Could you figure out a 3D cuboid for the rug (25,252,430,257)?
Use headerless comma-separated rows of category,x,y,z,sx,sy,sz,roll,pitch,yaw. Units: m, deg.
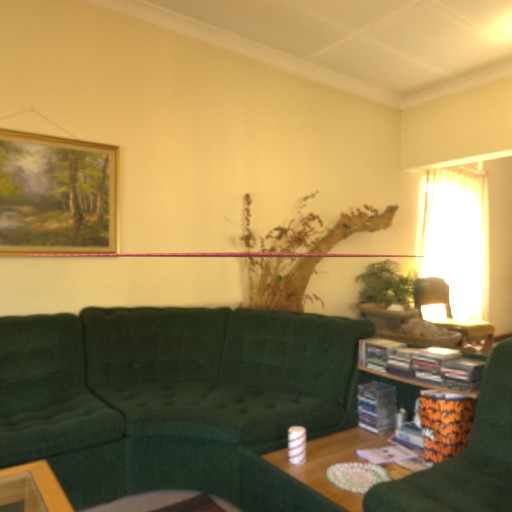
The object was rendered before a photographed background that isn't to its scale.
rug,0.000,0.000,4.342,2.389,0.011,3.306,0,0,37
